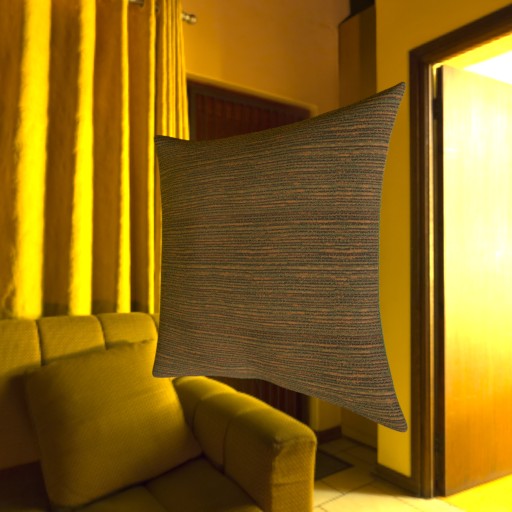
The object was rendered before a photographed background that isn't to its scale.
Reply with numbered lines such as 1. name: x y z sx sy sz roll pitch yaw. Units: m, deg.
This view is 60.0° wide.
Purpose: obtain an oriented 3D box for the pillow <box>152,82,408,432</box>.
1. pillow: 0.000 0.000 0.768 0.514 0.497 0.150 0 -1 35
